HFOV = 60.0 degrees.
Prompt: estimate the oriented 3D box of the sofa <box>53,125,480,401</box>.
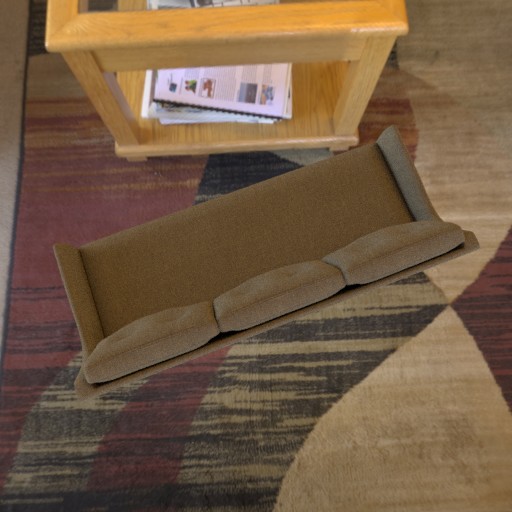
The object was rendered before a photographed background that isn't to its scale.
[{"bbox_3d":[0.000,0.000,2.490,2.060,0.837,0.849,-20,78,-5],"label":"sofa"}]
